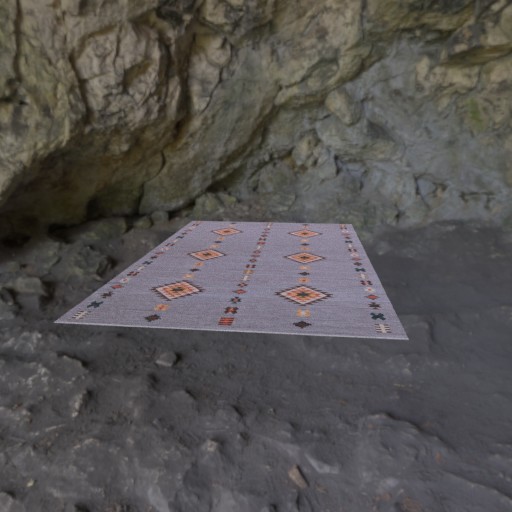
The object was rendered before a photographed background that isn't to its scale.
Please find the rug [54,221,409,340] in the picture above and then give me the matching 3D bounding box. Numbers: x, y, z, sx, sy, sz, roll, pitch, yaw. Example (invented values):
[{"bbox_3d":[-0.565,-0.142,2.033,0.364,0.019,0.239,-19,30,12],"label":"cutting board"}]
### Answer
[{"bbox_3d":[0.000,0.000,3.031,1.515,0.007,2.427,2,15,6],"label":"rug"}]
